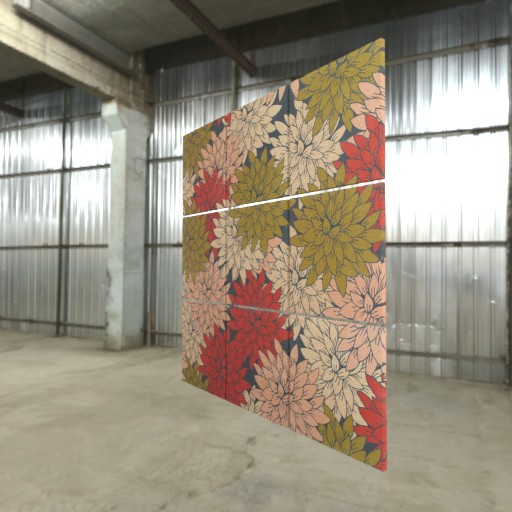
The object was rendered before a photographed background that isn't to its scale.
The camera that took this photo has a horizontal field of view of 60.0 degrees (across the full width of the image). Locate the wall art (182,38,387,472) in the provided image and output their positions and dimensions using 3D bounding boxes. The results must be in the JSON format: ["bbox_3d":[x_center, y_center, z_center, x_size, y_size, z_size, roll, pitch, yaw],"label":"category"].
[{"bbox_3d":[0.000,0.000,1.298,0.013,0.913,0.904,1,-1,-37],"label":"wall art"}]
